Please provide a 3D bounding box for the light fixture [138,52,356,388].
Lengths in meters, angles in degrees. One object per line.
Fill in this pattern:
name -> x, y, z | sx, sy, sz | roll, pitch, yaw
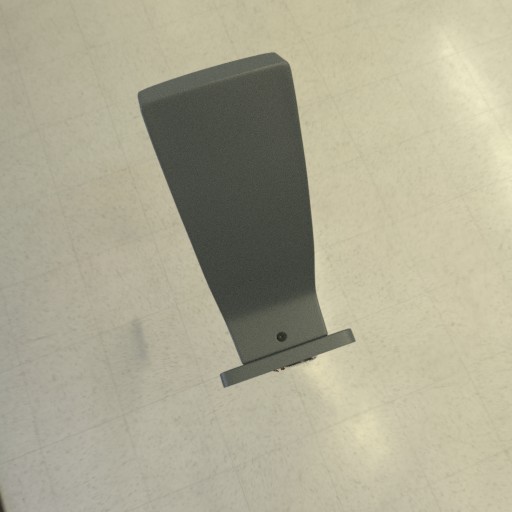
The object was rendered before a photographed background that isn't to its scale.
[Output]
light fixture -> 0.000, 0.000, 0.330 | 0.108, 0.243, 0.174 | -18, 76, -5
